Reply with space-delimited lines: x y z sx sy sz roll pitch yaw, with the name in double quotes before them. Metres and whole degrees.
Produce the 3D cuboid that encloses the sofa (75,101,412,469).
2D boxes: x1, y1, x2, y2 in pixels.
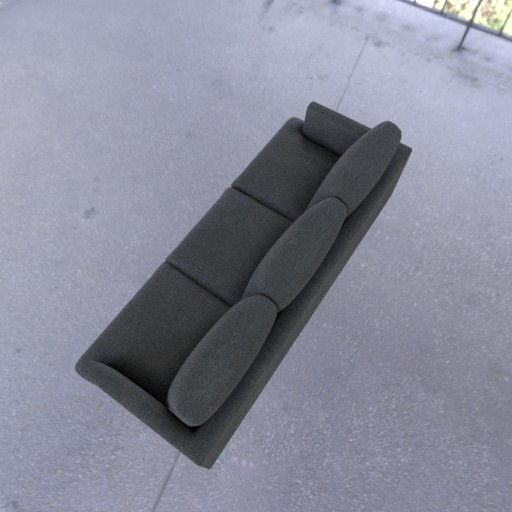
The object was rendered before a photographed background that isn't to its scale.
"sofa" 0.000 0.000 2.689 0.903 0.930 2.246 31 67 15
